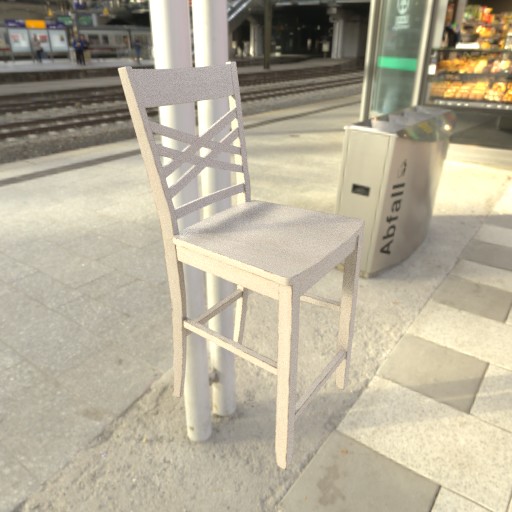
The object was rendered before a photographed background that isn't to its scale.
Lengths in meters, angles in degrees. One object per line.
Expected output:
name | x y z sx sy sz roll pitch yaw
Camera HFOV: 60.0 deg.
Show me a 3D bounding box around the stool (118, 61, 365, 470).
stool | 0.000 0.000 1.365 0.539 1.079 0.462 16 30 31
